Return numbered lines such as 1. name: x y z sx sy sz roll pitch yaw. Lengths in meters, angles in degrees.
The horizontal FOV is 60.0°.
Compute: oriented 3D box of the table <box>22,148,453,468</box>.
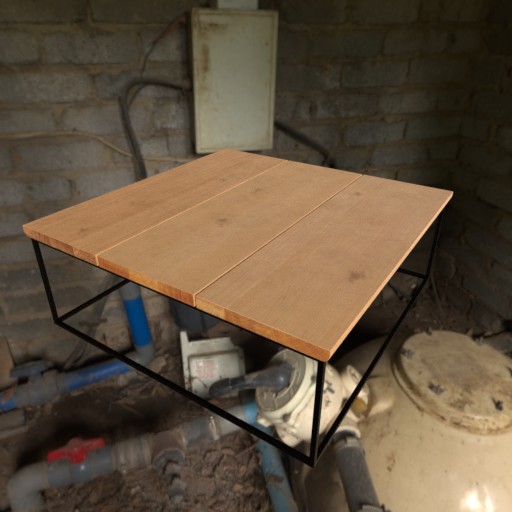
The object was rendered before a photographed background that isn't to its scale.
1. table: 0.000 0.000 1.676 1.100 0.400 1.100 18 34 29
